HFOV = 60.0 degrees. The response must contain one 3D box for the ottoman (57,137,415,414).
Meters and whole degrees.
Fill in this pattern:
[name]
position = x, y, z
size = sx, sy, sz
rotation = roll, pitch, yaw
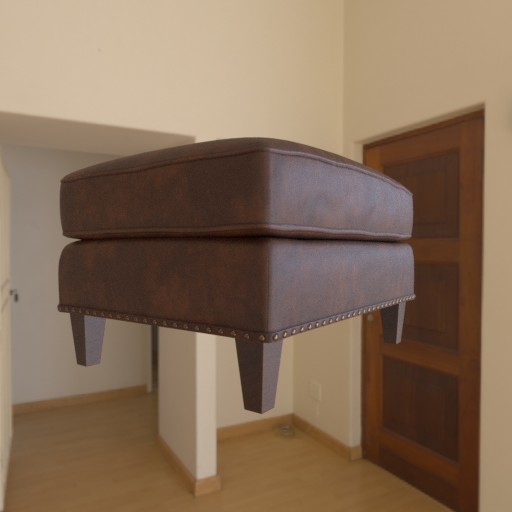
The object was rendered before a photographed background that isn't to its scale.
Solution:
[ottoman]
position = 0.000, 0.000, 1.117
size = 0.586, 0.486, 0.742
rotation = 1, 1, 36
